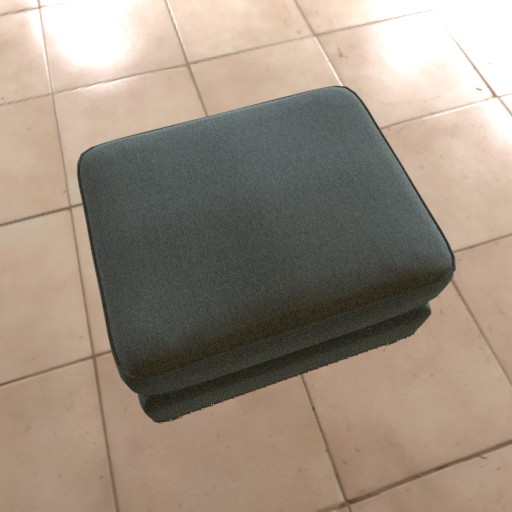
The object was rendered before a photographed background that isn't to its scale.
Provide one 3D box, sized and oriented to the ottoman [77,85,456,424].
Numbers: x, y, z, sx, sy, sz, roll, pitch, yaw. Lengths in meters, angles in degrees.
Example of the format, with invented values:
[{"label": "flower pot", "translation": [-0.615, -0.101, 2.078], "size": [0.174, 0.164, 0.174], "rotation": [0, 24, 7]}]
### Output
[{"label": "ottoman", "translation": [0.000, 0.000, 1.137], "size": [0.738, 0.537, 0.589], "rotation": [-17, 65, -8]}]
